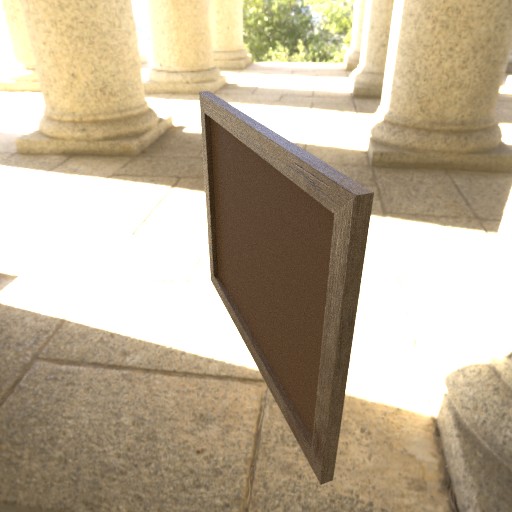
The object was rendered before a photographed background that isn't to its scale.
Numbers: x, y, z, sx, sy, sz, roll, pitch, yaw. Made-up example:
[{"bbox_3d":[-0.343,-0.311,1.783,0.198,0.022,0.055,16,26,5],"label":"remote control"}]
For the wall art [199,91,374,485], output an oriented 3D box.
[{"bbox_3d":[0.000,0.000,0.913,0.026,0.535,0.690,-11,32,-18],"label":"wall art"}]
